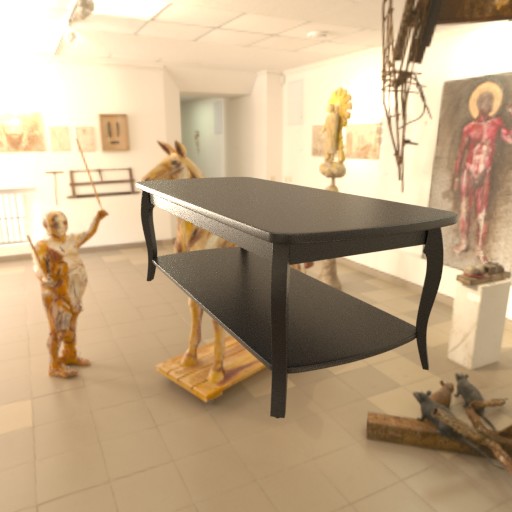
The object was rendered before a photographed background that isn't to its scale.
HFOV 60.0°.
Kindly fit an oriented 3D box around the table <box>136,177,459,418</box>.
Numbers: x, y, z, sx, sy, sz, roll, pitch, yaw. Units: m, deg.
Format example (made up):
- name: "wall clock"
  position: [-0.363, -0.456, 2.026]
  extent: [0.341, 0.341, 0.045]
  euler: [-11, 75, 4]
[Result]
- name: "table"
  position: [0.000, 0.000, 1.620]
  extent: [0.571, 0.457, 1.333]
  euler: [-8, 17, -27]
